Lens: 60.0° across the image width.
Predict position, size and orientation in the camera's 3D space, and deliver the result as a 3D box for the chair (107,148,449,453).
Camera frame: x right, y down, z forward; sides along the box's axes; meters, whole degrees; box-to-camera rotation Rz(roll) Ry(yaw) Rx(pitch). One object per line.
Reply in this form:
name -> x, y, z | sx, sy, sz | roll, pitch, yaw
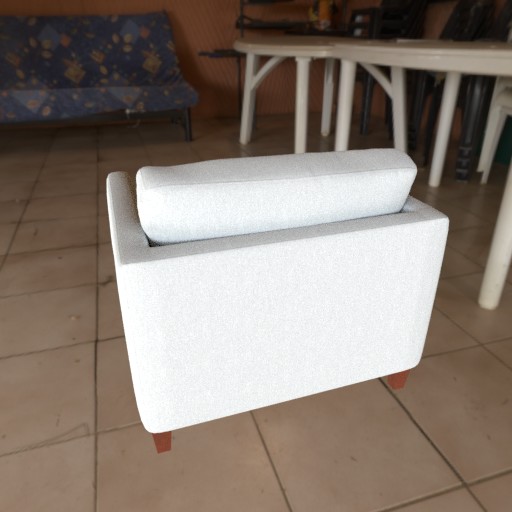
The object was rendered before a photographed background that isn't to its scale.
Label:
chair -> 0.000, 0.000, 1.835 | 1.107, 0.961, 0.953 | -9, 28, -17
